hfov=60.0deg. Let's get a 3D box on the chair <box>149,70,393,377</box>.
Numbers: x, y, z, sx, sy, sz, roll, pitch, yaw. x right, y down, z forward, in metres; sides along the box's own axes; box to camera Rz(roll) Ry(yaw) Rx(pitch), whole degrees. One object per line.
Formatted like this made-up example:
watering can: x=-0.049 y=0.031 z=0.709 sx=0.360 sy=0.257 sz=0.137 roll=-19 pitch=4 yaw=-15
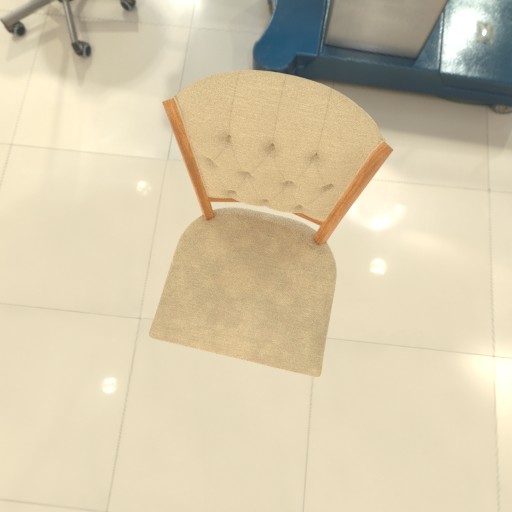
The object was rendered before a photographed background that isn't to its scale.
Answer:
chair: x=0.000 y=0.000 z=1.282 sx=0.513 sy=0.905 sz=0.584 roll=13 pitch=76 yaw=3
